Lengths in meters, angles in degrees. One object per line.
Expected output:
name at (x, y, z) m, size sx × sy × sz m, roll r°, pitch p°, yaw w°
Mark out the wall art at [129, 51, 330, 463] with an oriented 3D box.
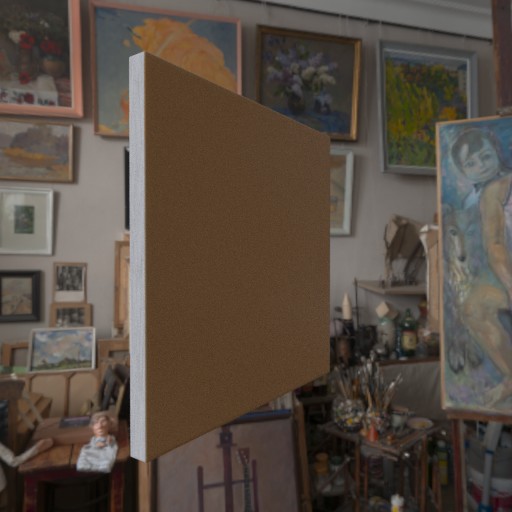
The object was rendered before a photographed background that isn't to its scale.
wall art at (0.000, 0.000, 1.925) m, size 0.078 × 1.288 × 1.287 m, roll 0°, pitch 1°, yaw 36°
